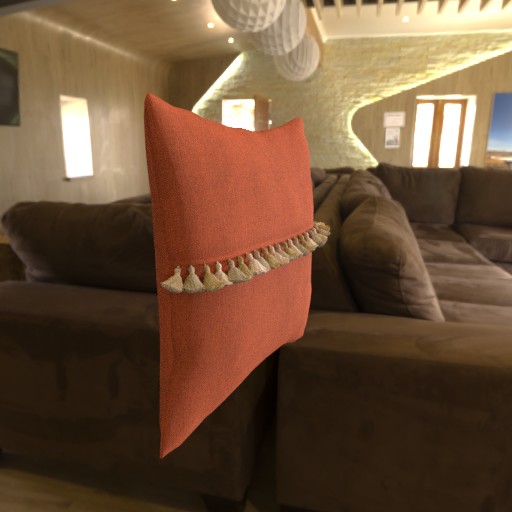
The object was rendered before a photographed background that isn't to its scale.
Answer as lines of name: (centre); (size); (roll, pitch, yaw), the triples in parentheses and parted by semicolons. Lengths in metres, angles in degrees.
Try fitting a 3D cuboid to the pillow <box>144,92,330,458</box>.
pillow: (0.000, 0.000, 0.757); (0.165, 0.482, 0.490); (7, 15, 28)
